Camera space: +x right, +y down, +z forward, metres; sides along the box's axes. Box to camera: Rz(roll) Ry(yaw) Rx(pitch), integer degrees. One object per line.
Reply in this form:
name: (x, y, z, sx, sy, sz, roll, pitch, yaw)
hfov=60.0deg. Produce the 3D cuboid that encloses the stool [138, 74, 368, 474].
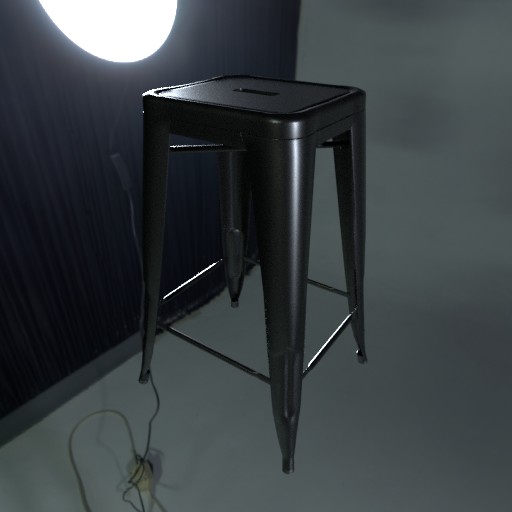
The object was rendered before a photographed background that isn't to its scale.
stool: (0.000, 0.000, 0.856, 0.399, 0.609, 0.359, 19, 36, 29)
